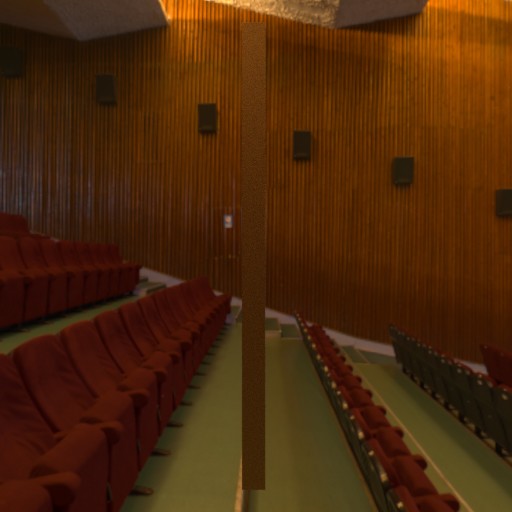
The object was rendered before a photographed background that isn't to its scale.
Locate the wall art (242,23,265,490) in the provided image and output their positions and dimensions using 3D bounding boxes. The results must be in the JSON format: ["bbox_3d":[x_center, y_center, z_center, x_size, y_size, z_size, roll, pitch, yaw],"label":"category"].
[{"bbox_3d":[0.000,0.000,1.104,0.038,0.762,0.762,0,0,1],"label":"wall art"}]
